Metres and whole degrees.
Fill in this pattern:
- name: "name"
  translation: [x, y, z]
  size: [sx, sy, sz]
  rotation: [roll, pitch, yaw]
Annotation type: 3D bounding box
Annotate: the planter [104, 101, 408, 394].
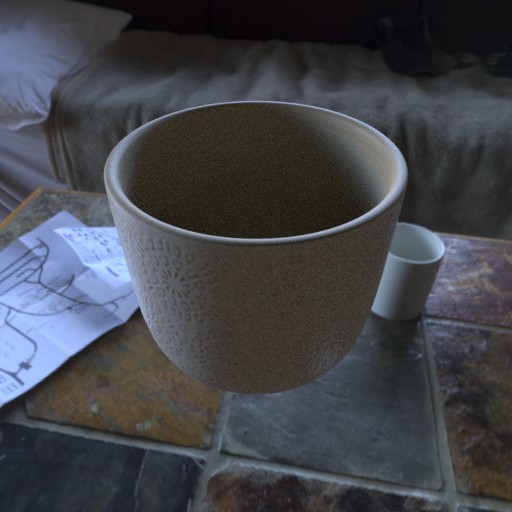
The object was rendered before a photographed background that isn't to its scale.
- name: "planter"
  translation: [0.000, 0.000, 0.303]
  size: [0.170, 0.152, 0.170]
  rotation: [0, 40, 0]
